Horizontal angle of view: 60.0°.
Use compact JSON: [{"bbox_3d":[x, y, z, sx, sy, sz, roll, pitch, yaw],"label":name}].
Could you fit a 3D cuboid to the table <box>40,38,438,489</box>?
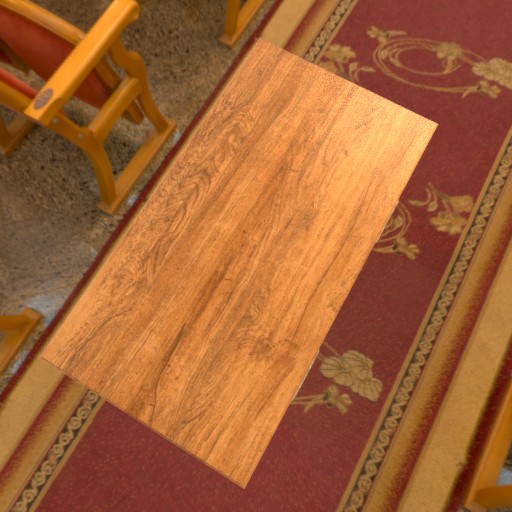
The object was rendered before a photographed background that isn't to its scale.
[{"bbox_3d":[0.000,0.000,1.469,0.635,0.480,1.150,29,77,8],"label":"table"}]
